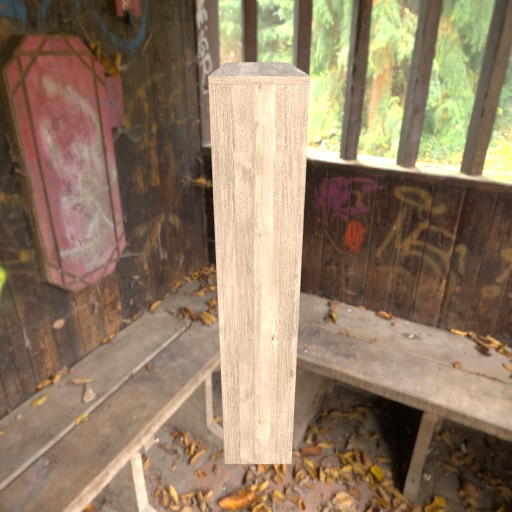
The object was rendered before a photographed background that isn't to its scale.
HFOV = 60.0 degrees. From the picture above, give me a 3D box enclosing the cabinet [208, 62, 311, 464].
[{"bbox_3d":[0.000,0.000,1.634,0.250,1.280,0.750,0,26,0],"label":"cabinet"}]
